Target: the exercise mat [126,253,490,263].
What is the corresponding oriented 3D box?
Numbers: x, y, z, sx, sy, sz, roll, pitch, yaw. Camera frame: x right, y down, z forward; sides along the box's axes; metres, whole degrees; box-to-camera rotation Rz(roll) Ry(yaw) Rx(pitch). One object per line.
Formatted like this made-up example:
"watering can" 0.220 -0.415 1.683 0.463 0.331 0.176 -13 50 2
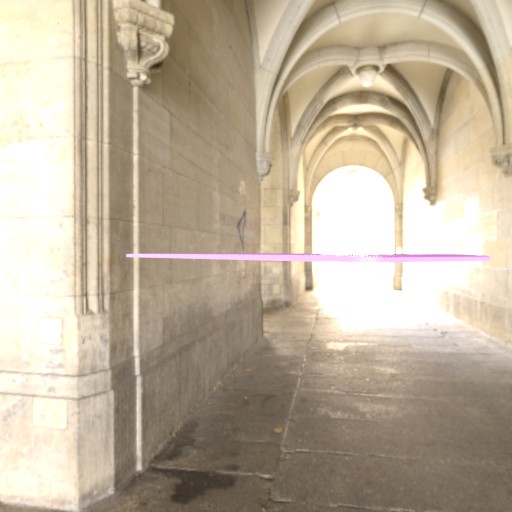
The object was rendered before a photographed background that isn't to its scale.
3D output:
"exercise mat" 0.000 0.000 2.036 0.616 0.021 1.869 0 1 -35
